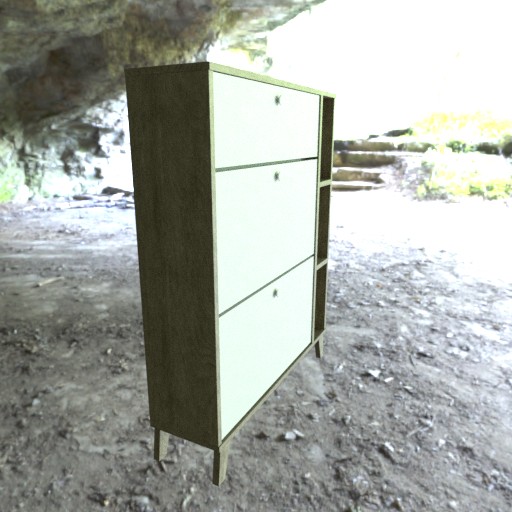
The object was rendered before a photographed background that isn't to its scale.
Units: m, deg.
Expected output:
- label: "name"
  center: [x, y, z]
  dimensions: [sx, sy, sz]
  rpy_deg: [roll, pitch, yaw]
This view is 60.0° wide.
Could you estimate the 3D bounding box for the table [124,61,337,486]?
- label: "table"
  center: [0.000, 0.000, 1.563]
  dimensions: [0.256, 1.135, 0.902]
  rpy_deg: [8, 17, 27]
